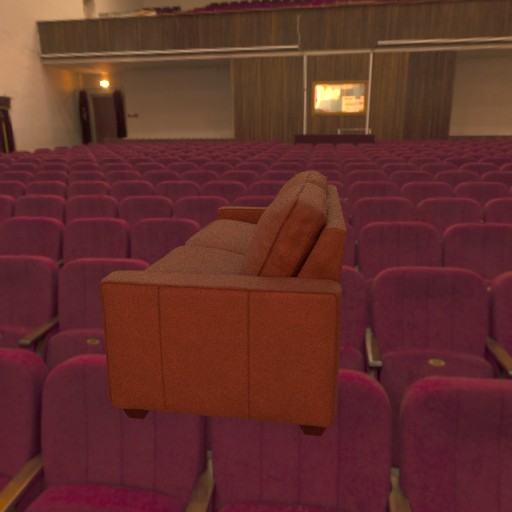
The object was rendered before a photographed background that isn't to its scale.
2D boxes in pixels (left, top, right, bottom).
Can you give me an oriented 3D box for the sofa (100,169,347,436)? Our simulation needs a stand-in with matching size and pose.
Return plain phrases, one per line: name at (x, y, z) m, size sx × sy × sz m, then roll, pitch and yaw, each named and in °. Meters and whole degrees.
sofa at (0.000, 0.000, 2.607) m, size 0.940 × 0.919 × 2.080 m, roll 2°, pitch 14°, yaw 8°
